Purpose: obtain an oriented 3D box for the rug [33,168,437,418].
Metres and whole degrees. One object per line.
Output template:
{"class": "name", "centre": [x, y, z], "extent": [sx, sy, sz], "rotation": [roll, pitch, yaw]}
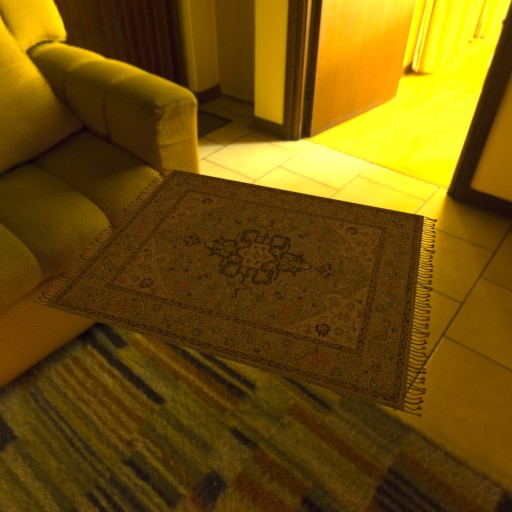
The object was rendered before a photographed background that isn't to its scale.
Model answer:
{"class": "rug", "centre": [0.000, 0.000, 3.472], "extent": [2.651, 0.010, 1.971], "rotation": [13, 43, 14]}
